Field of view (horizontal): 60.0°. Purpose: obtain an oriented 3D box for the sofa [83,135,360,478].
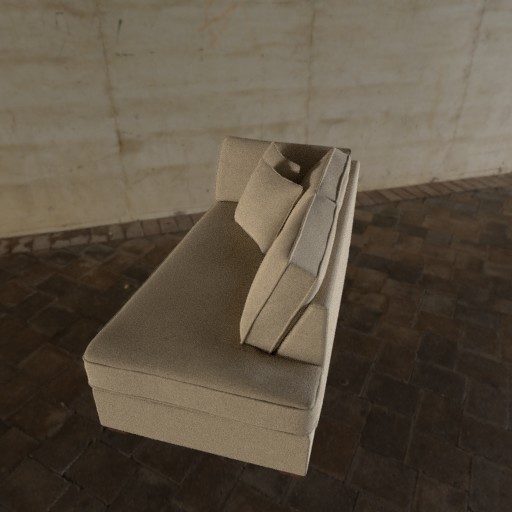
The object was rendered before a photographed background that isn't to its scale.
[{"bbox_3d":[0.000,0.000,2.798,1.110,1.033,2.237,8,32,13],"label":"sofa"}]
